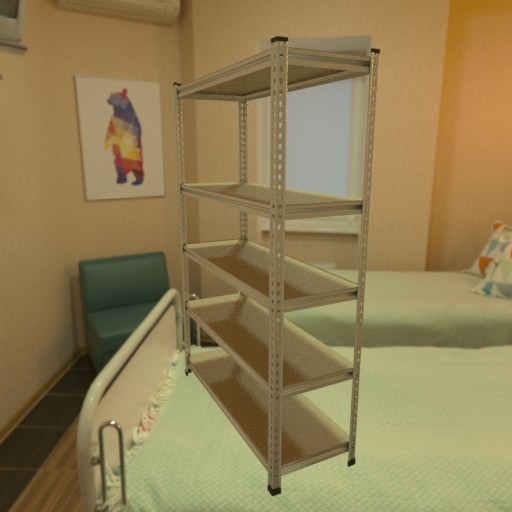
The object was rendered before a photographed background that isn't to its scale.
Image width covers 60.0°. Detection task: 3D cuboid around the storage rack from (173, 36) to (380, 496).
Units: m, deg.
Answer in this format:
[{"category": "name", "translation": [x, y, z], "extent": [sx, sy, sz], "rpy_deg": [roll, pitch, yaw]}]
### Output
[{"category": "storage rack", "translation": [0.000, 0.000, 2.329], "extent": [0.457, 1.829, 1.219], "rpy_deg": [-7, 15, -26]}]
